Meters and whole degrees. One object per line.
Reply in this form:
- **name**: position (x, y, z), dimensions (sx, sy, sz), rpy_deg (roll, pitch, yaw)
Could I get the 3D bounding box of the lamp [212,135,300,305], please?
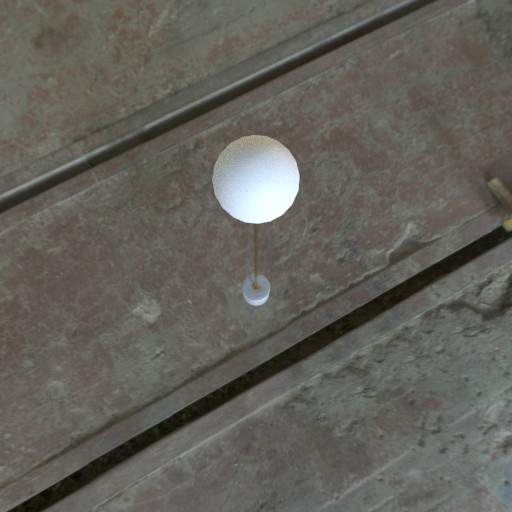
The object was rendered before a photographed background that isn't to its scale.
- **lamp**: position (0.000, 0.000, 1.880), dimensions (0.224, 1.753, 0.224), rpy_deg (15, 76, 4)
